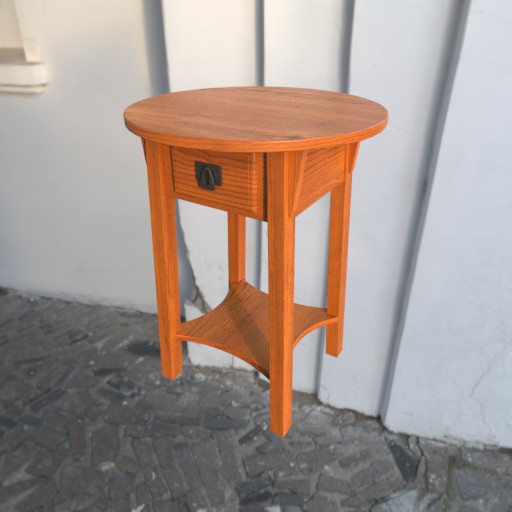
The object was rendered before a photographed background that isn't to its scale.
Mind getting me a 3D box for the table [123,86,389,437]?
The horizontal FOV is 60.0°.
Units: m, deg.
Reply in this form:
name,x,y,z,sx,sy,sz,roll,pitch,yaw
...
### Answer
name,x,y,z,sx,sy,sz,roll,pitch,yaw
table,0.000,0.000,0.938,0.457,0.610,0.457,0,30,0
